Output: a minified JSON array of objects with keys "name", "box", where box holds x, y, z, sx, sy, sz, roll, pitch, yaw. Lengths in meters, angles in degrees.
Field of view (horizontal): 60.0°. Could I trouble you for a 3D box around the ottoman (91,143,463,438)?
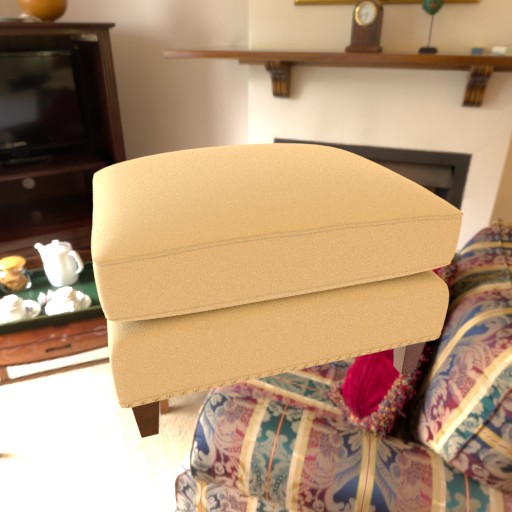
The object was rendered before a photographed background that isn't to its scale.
[{"name":"ottoman","box":[0.000,0.000,1.128,0.741,0.513,0.584,-8,28,-16]}]
